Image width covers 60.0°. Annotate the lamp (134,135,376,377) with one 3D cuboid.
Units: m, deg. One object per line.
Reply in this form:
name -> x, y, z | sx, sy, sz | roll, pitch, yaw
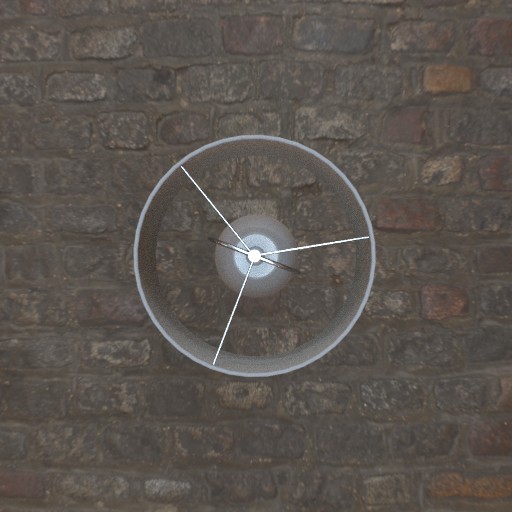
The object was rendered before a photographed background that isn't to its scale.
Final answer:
lamp -> 0.000, 0.000, 0.653 | 0.285, 0.483, 0.285 | 0, 90, 0
